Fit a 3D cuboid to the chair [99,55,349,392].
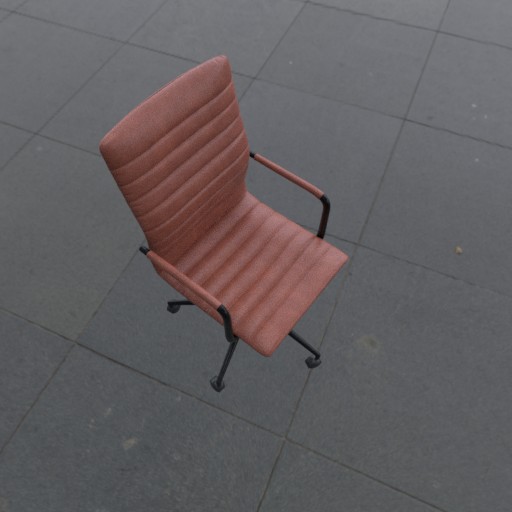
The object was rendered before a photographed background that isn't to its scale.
[{"bbox_3d":[0.000,0.000,1.293,0.578,0.878,0.600,34,64,19],"label":"chair"}]
